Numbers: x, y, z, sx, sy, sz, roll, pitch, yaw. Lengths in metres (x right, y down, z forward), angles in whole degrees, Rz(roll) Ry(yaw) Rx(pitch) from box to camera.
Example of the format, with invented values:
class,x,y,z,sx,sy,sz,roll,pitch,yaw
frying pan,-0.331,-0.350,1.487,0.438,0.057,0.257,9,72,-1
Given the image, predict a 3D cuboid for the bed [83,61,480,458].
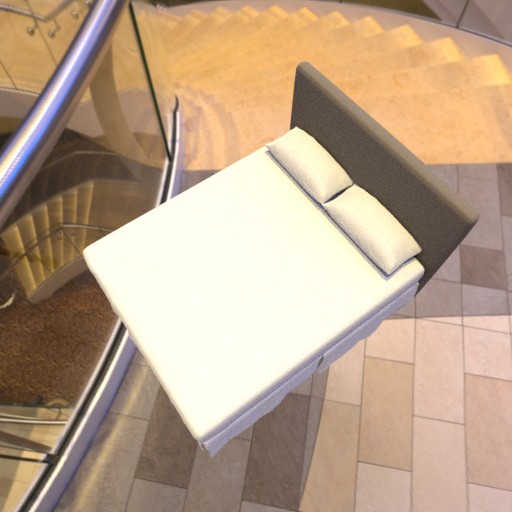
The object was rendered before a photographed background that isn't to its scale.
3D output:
class,x,y,z,sx,sy,sz,roll,pitch,yaw
bed,0.000,0.000,3.231,2.142,1.330,1.748,-33,67,-16
